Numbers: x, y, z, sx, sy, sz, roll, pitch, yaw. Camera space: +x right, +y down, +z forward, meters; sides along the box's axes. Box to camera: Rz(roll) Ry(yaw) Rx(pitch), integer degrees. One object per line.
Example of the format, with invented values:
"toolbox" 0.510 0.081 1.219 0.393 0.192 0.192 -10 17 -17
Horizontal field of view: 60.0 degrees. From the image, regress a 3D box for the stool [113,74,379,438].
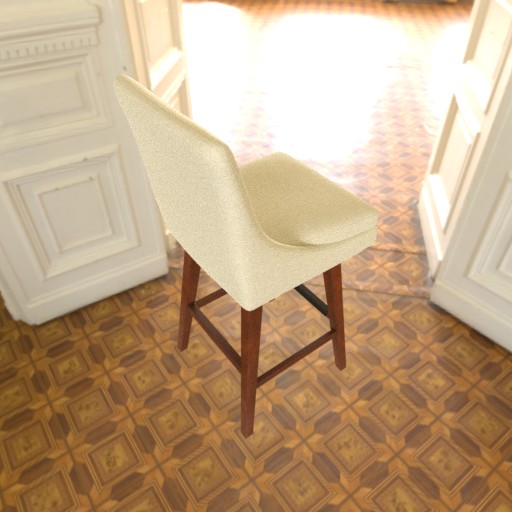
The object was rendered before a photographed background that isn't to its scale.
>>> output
"stool" 0.000 0.000 1.371 0.559 1.097 0.470 -26 48 -27
